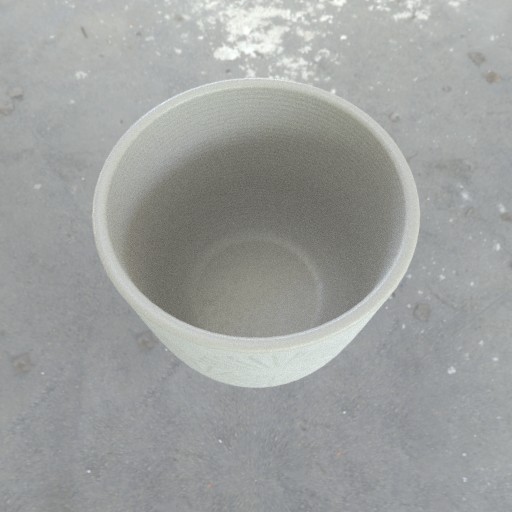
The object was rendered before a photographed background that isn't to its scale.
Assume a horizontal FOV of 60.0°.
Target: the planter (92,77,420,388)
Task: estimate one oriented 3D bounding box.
[{"bbox_3d":[0.000,0.000,0.217,0.124,0.109,0.124,0,63,0],"label":"planter"}]
